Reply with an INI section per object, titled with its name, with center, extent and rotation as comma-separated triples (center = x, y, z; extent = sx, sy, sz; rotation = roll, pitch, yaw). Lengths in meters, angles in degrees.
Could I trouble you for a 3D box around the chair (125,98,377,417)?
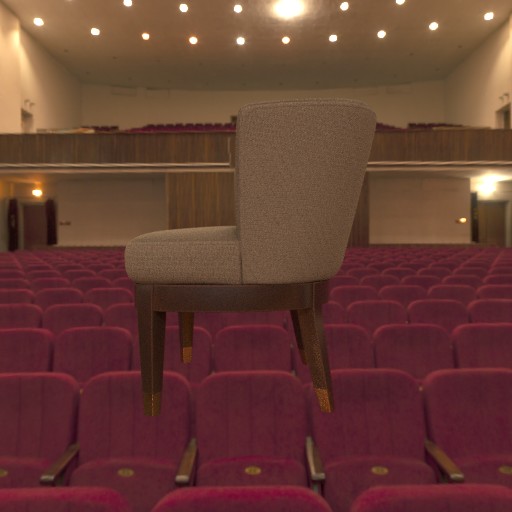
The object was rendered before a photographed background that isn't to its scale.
[chair]
center = 0.000, 0.000, 1.306
extent = 0.660, 0.760, 0.700
rotation = 0, 1, 0
